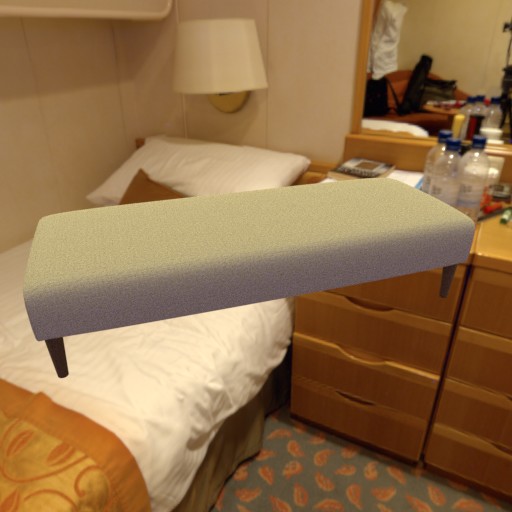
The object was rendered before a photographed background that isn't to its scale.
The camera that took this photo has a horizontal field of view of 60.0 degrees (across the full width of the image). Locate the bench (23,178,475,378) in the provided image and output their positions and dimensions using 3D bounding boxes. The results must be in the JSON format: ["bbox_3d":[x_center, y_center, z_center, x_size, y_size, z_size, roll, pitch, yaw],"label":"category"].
[{"bbox_3d":[0.000,0.000,1.789,1.598,0.383,0.631,-9,29,-16],"label":"bench"}]
